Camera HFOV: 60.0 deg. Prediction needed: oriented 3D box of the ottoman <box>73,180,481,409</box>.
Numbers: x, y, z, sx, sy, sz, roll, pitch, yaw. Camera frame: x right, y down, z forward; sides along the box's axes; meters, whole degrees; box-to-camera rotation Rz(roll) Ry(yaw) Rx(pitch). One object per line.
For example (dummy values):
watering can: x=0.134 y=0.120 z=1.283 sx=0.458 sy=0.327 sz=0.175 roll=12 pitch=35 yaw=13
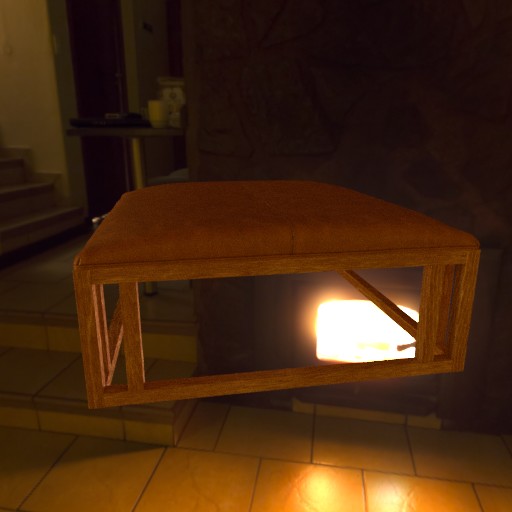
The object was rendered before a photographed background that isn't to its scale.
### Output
ottoman: x=0.000 y=0.000 z=1.583 sx=1.013 sy=0.442 sz=1.016 roll=-3 pitch=16 yaw=-10
